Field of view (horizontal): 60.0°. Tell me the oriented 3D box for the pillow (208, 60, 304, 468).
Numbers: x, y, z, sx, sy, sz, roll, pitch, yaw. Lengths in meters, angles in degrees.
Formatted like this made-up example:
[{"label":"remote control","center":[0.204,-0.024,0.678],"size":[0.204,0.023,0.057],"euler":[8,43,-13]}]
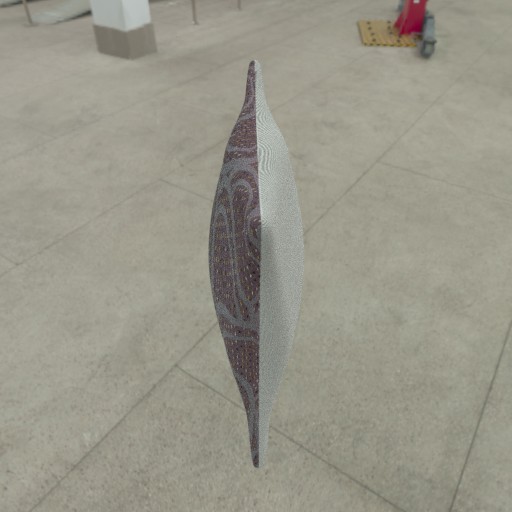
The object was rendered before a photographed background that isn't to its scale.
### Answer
[{"label":"pillow","center":[0.000,0.000,0.779],"size":[0.163,0.513,0.514],"euler":[-1,40,-1]}]
